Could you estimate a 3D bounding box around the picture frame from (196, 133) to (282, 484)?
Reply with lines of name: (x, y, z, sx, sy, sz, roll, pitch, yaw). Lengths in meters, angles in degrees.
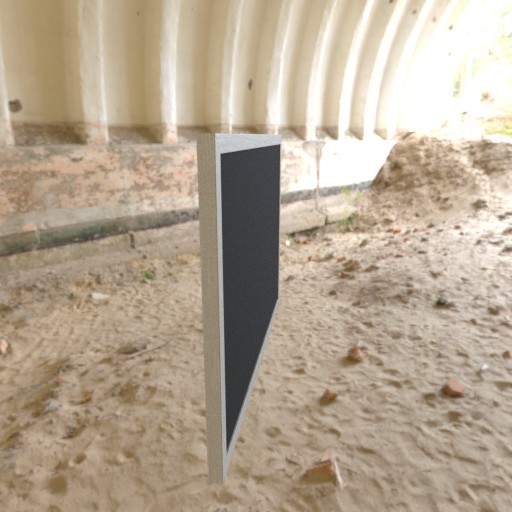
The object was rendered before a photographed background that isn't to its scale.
picture frame: (0.000, 0.000, 1.209, 0.029, 0.640, 0.950, 2, 15, 9)
